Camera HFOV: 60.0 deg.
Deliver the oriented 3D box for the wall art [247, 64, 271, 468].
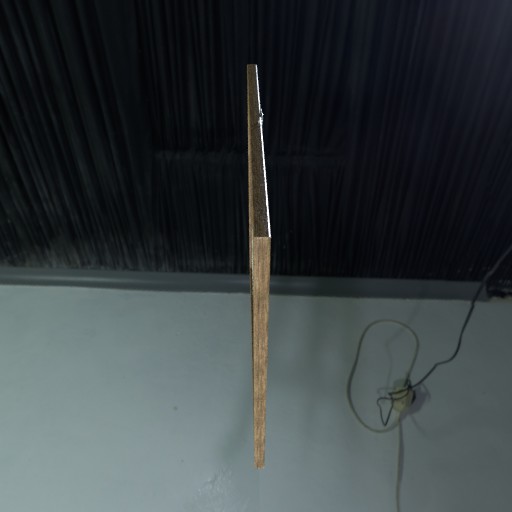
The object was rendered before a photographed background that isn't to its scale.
[{"bbox_3d":[0.000,0.000,0.862,0.021,0.582,0.561,-1,41,-1],"label":"wall art"}]
